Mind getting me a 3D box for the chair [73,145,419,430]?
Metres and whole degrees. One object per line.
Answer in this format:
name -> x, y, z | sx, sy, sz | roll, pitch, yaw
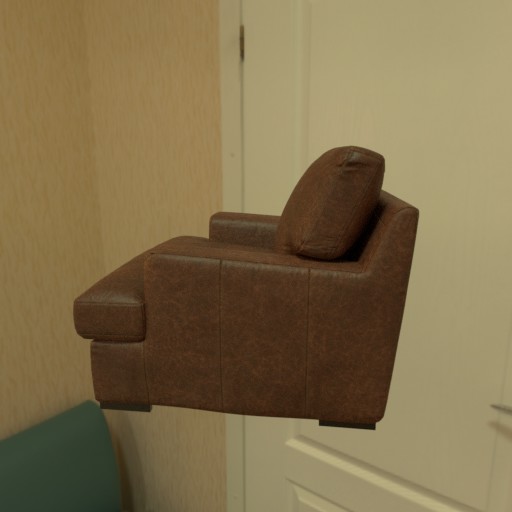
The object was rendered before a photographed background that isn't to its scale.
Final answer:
chair -> 0.000, 0.000, 1.969 | 1.143, 0.939, 1.168 | 2, 13, 7
